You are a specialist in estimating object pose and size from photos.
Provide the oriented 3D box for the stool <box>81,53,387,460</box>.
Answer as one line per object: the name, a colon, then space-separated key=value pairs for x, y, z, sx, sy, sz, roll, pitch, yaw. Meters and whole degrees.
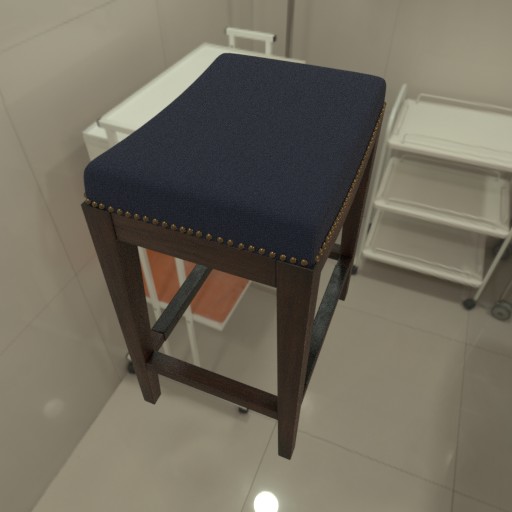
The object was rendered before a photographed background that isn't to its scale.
stool: x=0.000 y=0.000 z=0.931 sx=0.361 sy=0.642 sz=0.500 roll=16 pitch=47 yaw=15
